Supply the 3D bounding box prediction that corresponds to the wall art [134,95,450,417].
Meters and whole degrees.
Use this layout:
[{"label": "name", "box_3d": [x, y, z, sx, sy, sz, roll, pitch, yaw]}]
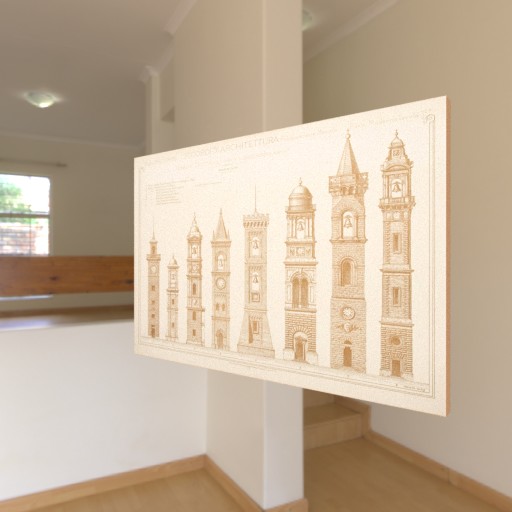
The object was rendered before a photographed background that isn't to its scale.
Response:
[{"label": "wall art", "box_3d": [0.000, 0.000, 1.121, 0.915, 0.608, 0.033, 0, 0, 36]}]
